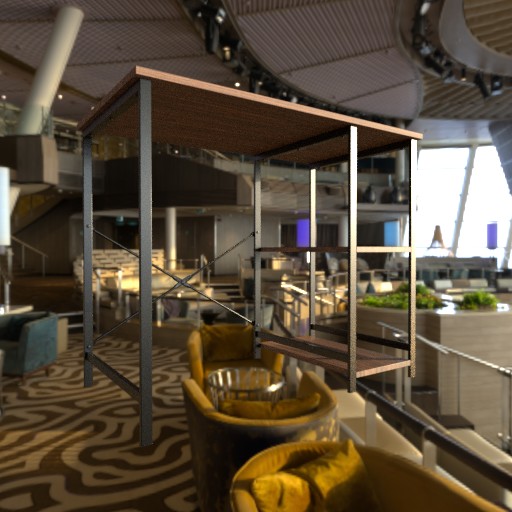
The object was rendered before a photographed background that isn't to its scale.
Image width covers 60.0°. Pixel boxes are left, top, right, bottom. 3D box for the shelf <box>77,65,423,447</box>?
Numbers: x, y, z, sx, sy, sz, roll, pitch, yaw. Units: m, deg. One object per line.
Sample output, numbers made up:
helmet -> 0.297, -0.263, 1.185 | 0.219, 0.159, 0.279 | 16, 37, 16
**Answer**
shelf -> 0.000, 0.000, 1.320 | 0.902, 0.750, 0.498 | -1, 1, -34
